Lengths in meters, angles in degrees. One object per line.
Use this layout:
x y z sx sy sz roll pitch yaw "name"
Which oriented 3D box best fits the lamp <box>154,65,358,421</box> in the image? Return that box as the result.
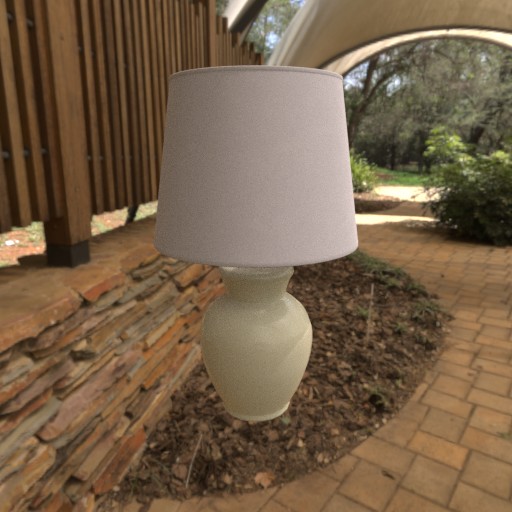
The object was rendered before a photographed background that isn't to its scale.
0.000 0.000 0.536 0.239 0.399 0.239 0 14 0 "lamp"
